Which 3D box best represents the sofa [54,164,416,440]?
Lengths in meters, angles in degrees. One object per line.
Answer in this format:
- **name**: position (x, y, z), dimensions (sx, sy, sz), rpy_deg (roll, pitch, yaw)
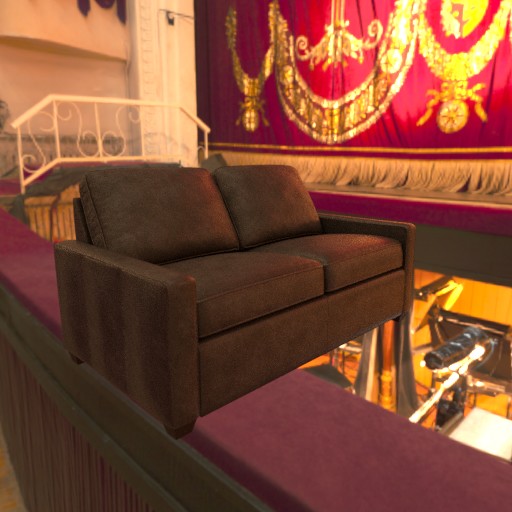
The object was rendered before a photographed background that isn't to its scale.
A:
- **sofa**: position (0.000, 0.000, 2.318), dimensions (1.732, 0.916, 0.939), rpy_deg (-12, 18, -44)
